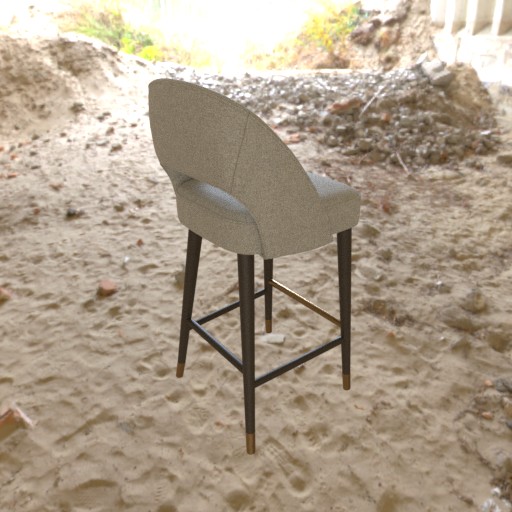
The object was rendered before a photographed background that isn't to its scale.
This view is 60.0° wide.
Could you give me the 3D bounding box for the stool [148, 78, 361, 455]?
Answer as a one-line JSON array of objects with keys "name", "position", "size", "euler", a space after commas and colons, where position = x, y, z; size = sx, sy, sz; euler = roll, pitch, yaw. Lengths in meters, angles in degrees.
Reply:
[{"name": "stool", "position": [0.000, 0.000, 1.358], "size": [0.509, 1.037, 0.494], "euler": [-20, 33, -34]}]
